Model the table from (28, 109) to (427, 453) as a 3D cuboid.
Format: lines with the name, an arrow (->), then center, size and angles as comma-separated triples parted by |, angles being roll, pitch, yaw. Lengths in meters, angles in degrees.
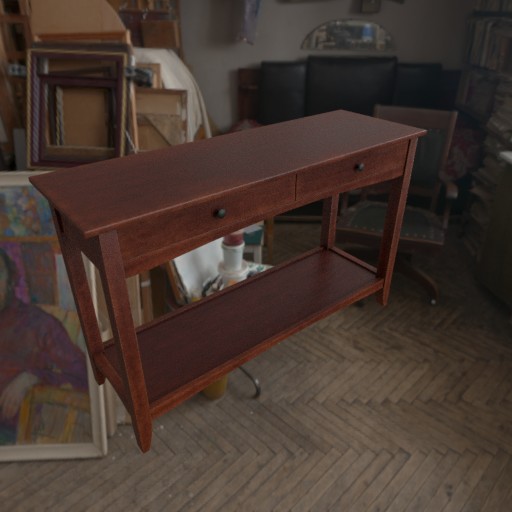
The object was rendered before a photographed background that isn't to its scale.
table -> 0.000, 0.000, 1.515 | 1.188, 0.739, 0.392 | -23, 38, -32
